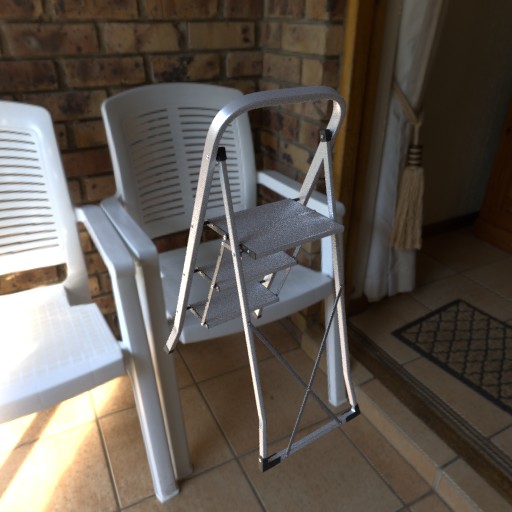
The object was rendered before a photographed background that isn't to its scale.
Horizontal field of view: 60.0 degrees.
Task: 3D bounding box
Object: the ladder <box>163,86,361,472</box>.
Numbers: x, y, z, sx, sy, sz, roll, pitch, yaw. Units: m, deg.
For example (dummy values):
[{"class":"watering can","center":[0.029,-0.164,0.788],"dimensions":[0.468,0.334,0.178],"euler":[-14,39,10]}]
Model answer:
[{"class":"ladder","center":[0.000,0.000,1.448],"dimensions":[0.465,1.070,0.704],"euler":[-18,33,-29]}]
